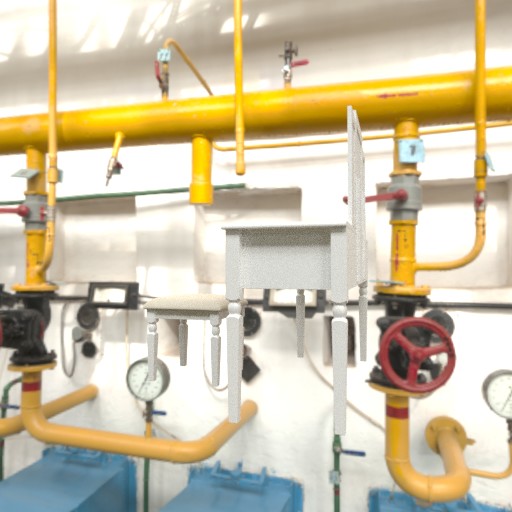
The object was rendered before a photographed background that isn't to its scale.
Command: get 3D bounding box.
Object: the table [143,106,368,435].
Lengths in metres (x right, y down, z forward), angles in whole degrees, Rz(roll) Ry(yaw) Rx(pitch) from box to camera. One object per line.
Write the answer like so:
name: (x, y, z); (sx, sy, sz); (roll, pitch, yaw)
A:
table: (0.000, 0.000, 2.367); (1.115, 1.310, 1.369); (0, -1, 17)
